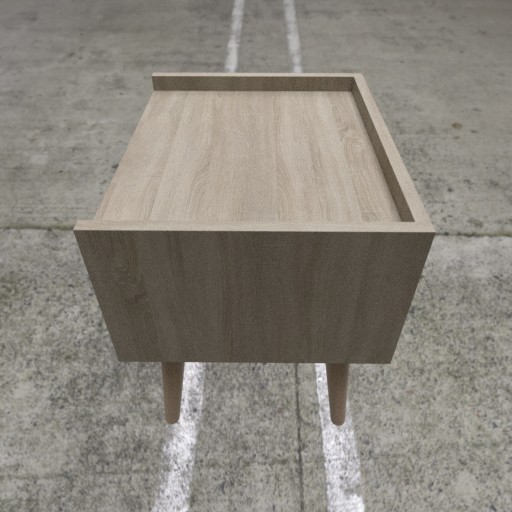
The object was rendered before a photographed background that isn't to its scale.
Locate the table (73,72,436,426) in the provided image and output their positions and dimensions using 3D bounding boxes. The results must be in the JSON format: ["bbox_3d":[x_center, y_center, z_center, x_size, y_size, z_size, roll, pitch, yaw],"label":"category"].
[{"bbox_3d":[0.000,0.000,0.775,0.370,0.470,0.450,0,42,0],"label":"table"}]
